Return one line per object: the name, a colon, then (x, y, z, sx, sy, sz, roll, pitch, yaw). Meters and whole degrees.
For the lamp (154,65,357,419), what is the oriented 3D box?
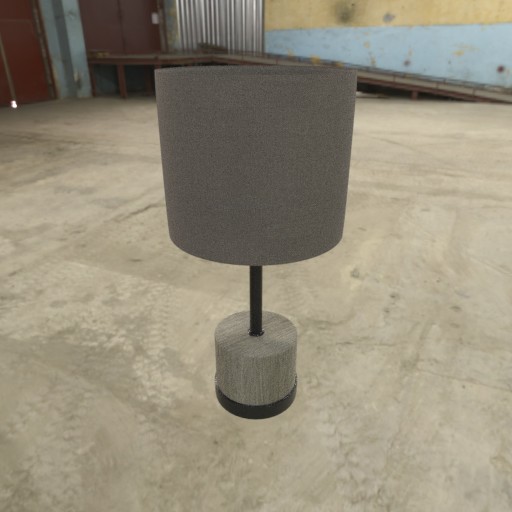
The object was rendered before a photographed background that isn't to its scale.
lamp: (0.000, 0.000, 0.605, 0.229, 0.470, 0.229, -17, 30, -32)
